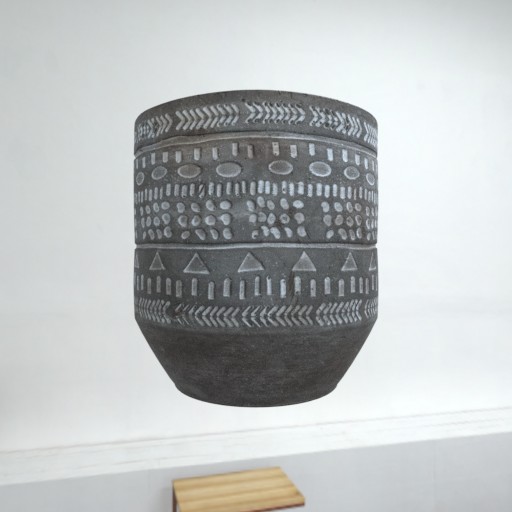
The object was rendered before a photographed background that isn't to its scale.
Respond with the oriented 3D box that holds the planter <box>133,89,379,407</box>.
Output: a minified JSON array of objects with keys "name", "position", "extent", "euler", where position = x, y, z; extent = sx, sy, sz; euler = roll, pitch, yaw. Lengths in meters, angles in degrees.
[{"name":"planter","position":[0.000,0.000,0.266],"extent":[0.142,0.149,0.142],"euler":[0,1,0]}]
